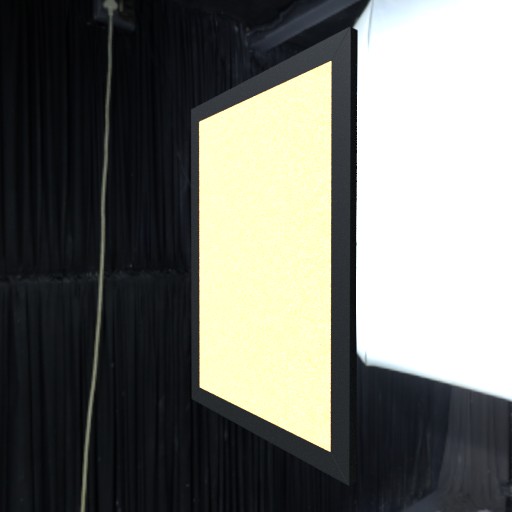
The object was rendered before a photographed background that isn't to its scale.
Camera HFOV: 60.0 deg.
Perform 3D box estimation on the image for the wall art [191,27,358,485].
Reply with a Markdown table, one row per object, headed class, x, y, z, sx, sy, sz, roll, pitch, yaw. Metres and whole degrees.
| class | x | y | z | sx | sy | sz | roll | pitch | yaw |
| --- | --- | --- | --- | --- | --- | --- | --- | --- | --- |
| wall art | 0.000 | 0.000 | 0.576 | 0.011 | 0.459 | 0.326 | -1 | 1 | -37 |
